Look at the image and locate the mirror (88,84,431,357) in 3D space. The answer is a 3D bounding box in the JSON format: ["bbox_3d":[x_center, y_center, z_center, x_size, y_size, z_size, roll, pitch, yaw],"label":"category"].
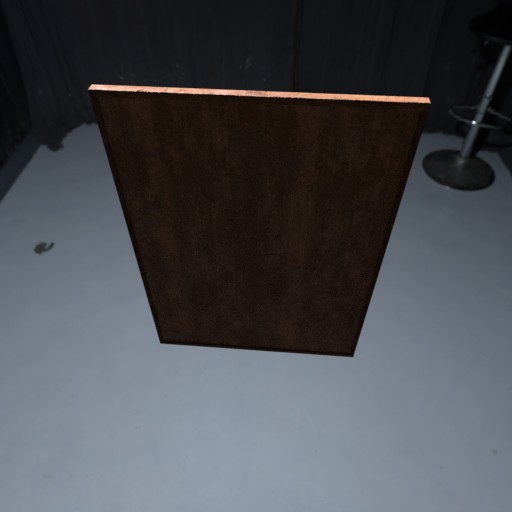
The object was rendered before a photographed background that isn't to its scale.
[{"bbox_3d":[0.000,0.000,1.429,0.796,1.099,0.028,3,47,3],"label":"mirror"}]
